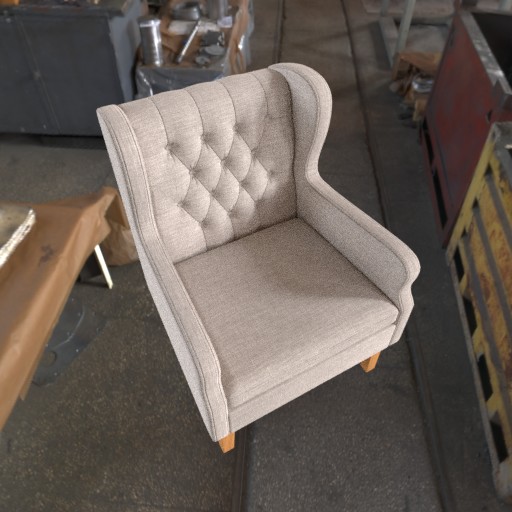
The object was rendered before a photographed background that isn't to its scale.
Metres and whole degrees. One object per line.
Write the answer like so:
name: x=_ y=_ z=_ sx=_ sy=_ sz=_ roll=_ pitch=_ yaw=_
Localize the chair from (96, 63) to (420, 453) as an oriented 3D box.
chair: x=0.000 y=0.000 z=1.441 sx=0.710 sy=0.930 sz=0.760 roll=-22 pitch=51 yaw=-20
